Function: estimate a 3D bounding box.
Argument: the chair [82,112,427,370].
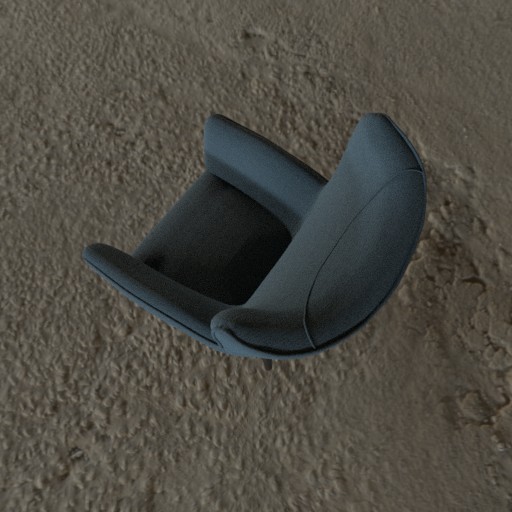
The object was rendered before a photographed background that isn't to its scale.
[{"bbox_3d":[0.000,0.000,1.565,0.888,0.933,0.781,31,68,14],"label":"chair"}]
